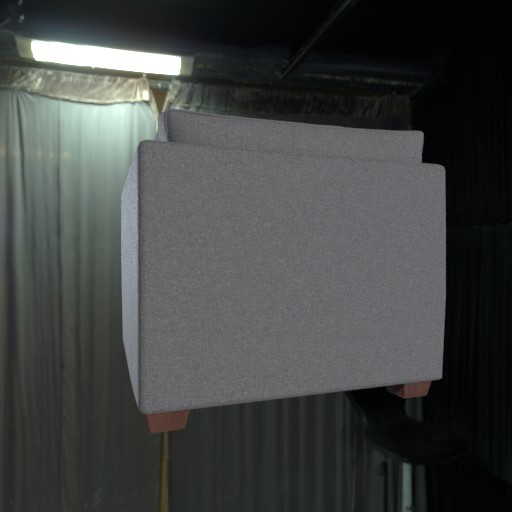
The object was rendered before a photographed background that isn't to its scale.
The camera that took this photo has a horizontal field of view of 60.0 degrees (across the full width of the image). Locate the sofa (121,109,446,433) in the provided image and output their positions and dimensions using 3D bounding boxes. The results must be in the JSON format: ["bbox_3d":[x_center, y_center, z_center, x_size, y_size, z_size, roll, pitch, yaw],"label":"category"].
[{"bbox_3d":[0.000,0.000,1.925,1.084,1.002,1.146,0,0,-19],"label":"sofa"}]
